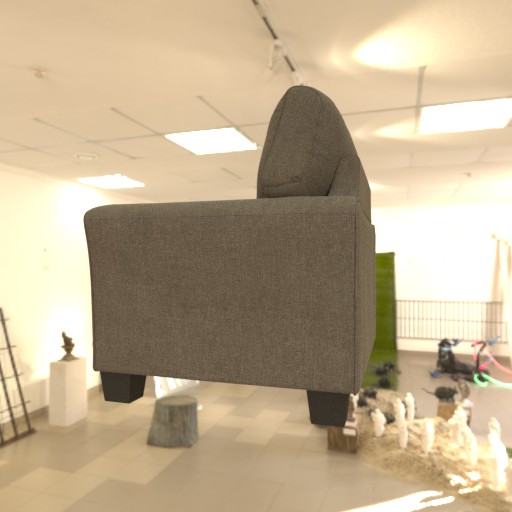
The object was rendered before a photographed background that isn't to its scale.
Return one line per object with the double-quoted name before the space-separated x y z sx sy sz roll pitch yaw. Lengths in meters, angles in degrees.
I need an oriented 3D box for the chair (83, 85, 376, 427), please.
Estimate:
"chair" 0.000 0.000 1.624 0.816 0.890 0.941 0 -1 18
